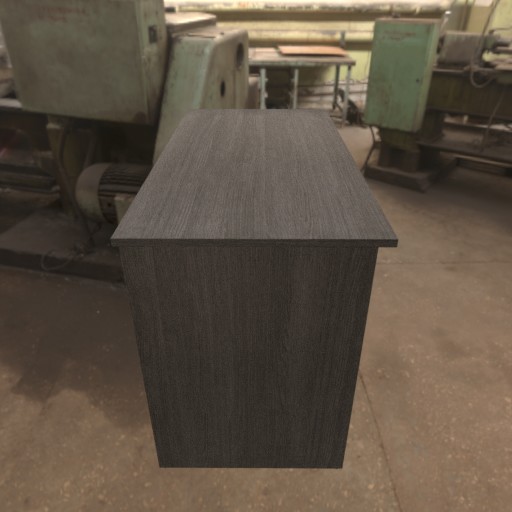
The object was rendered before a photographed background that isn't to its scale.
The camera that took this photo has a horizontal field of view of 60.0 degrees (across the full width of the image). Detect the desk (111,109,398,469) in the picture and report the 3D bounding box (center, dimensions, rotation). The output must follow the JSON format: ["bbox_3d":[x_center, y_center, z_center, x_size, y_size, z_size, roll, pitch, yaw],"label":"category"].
[{"bbox_3d":[0.000,0.000,1.520,0.560,0.735,1.097,0,31,0],"label":"desk"}]
